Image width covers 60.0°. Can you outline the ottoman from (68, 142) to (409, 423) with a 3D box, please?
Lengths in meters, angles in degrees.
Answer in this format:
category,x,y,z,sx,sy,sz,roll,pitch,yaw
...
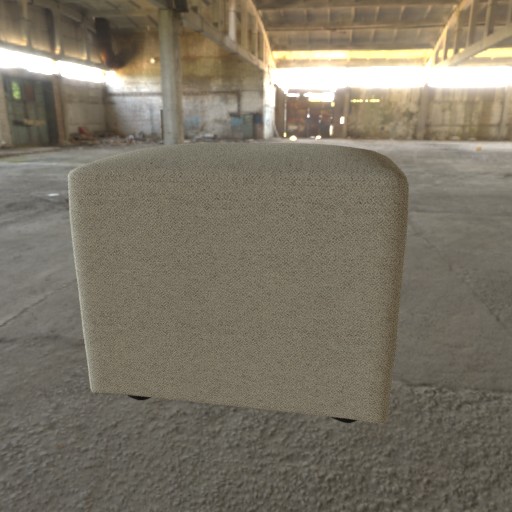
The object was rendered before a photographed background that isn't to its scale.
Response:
category,x,y,z,sx,sy,sz,roll,pitch,yaw
ottoman,0.000,0.000,0.919,0.521,0.453,0.512,3,17,9
